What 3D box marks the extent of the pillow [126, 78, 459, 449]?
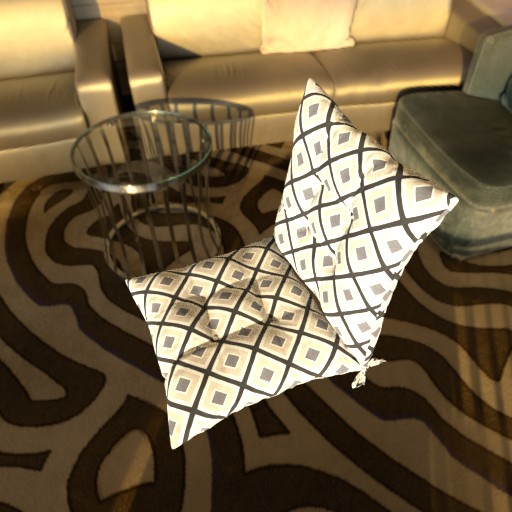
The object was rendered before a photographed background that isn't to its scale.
[{"bbox_3d":[0.000,0.000,0.996,0.585,0.536,0.541,-17,48,-16],"label":"pillow"}]
